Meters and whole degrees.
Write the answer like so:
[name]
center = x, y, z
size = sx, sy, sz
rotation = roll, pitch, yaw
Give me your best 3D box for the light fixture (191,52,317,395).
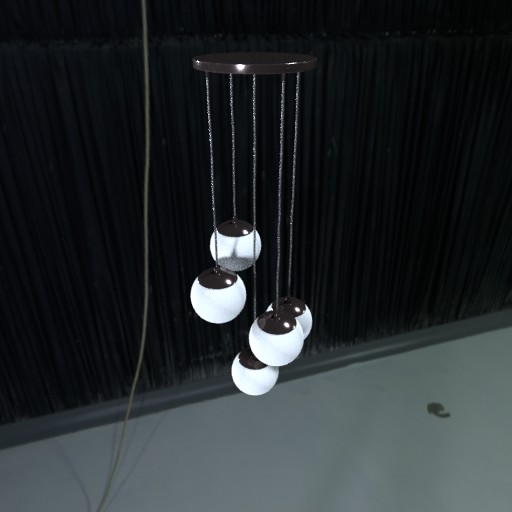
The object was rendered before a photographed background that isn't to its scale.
[light fixture]
center = 0.000, 0.000, 1.549
size = 0.484, 1.271, 0.489
rotation = -10, 31, -17
